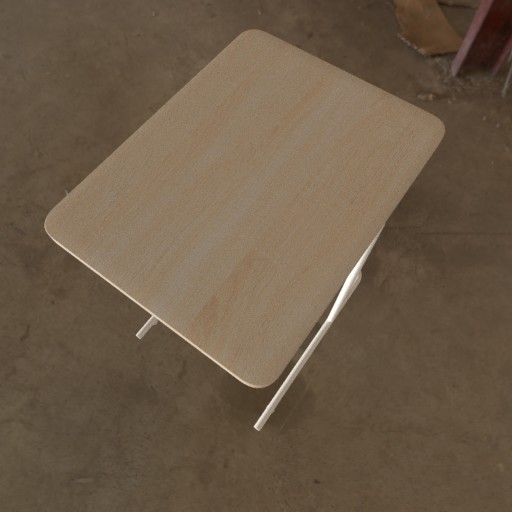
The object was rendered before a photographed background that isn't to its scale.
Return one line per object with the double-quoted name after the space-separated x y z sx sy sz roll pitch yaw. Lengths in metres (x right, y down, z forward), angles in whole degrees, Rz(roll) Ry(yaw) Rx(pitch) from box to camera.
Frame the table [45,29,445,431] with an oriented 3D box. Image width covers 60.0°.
0.000 0.000 0.868 0.370 0.550 0.480 33 69 15 "table"
